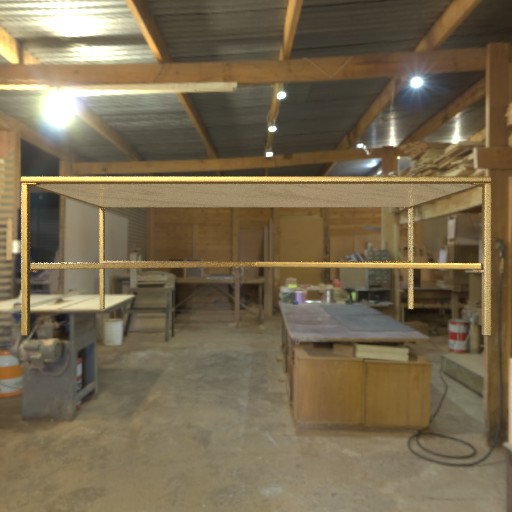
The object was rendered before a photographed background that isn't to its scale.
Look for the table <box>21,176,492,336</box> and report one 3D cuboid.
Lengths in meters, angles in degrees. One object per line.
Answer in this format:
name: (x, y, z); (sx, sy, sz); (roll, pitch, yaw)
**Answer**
table: (0.000, 0.000, 1.414); (1.197, 0.405, 0.577); (0, 0, 0)
